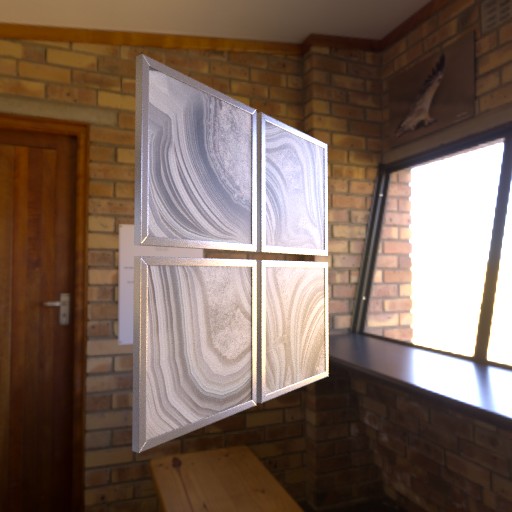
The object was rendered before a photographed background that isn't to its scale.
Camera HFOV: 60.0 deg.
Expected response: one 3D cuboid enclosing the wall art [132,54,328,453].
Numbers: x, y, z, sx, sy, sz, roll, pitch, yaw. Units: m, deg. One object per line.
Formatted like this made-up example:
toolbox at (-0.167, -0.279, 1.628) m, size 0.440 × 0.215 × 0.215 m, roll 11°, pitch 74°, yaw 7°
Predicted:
wall art at (0.000, 0.000, 1.697) m, size 0.029 × 1.118 × 1.118 m, roll -1°, pitch -2°, yaw 37°
